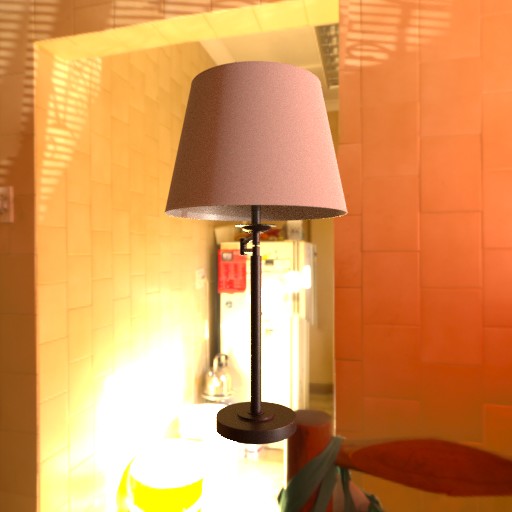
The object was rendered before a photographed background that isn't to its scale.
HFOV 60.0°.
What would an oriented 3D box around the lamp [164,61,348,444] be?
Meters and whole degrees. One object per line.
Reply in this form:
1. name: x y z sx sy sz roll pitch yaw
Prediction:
1. lamp: 0.000 0.000 0.898 0.363 0.696 0.363 0 0 0
